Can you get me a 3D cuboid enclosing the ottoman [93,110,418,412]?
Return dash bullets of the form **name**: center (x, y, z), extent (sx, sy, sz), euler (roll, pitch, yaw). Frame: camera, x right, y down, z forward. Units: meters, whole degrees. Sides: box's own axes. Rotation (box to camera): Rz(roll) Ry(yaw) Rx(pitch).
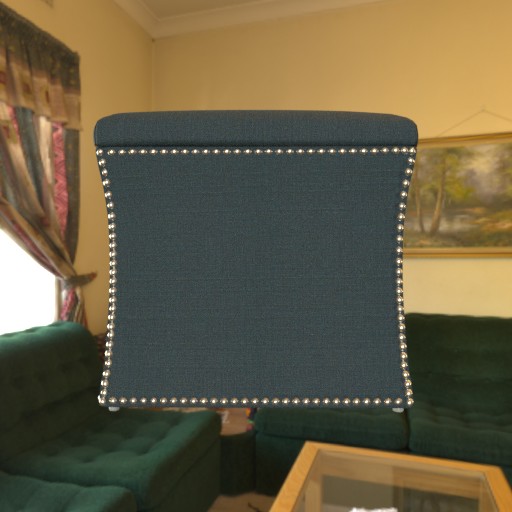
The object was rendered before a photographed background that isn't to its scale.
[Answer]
- **ottoman**: center (0.000, 0.000, 0.895), extent (0.507, 0.475, 0.497), euler (0, -1, 1)
